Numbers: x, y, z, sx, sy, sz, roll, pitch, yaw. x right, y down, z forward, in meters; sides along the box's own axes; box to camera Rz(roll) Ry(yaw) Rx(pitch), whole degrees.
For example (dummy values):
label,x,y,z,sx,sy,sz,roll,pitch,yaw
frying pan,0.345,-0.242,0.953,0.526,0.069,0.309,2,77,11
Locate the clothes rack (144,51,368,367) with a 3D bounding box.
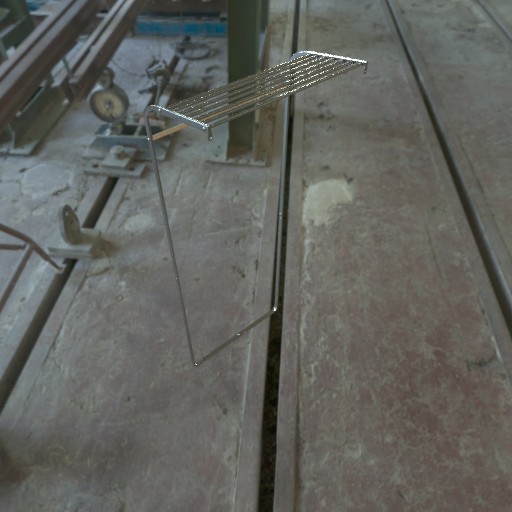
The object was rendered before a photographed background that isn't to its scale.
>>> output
label,x,y,z,sx,sy,sz,roll,pitch,yaw
clothes rack,0.000,0.000,1.869,0.609,1.574,0.349,-31,53,-27
